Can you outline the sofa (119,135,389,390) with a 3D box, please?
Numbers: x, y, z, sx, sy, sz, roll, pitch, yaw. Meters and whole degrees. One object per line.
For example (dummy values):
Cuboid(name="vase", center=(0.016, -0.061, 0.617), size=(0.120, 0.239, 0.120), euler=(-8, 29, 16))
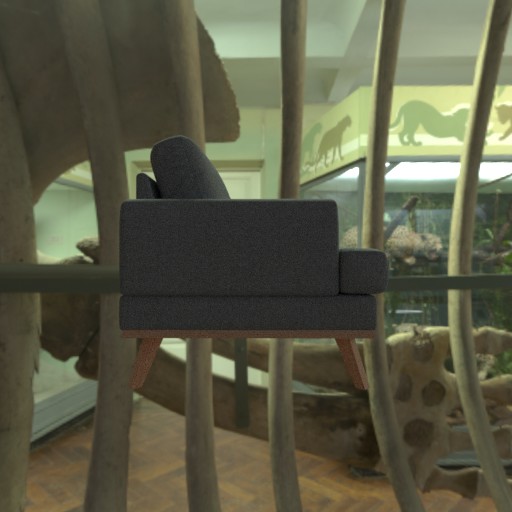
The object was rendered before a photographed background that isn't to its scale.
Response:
Cuboid(name="sofa", center=(0.000, 0.000, 2.080), size=(0.785, 0.810, 1.650), euler=(0, -1, 1))
